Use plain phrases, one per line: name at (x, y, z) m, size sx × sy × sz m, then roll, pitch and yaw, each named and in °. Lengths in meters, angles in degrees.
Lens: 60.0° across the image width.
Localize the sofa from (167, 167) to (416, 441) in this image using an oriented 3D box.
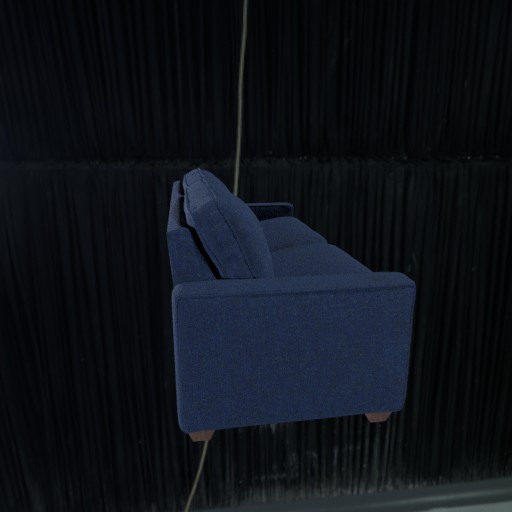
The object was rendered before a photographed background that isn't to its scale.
sofa at (0.000, 0.000, 2.589) m, size 0.940 × 0.919 × 2.080 m, roll -2°, pitch 15°, yaw -9°
